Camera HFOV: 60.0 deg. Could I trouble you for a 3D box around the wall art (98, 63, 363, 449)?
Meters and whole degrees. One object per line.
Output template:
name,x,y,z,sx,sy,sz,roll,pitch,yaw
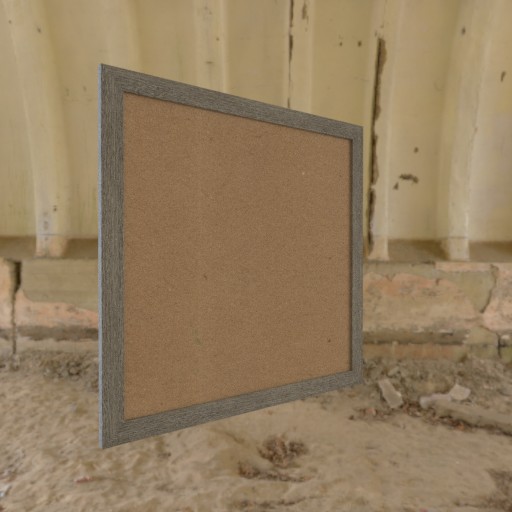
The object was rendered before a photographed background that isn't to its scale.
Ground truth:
wall art,0.000,0.000,0.991,0.685,0.685,0.020,0,1,-35
